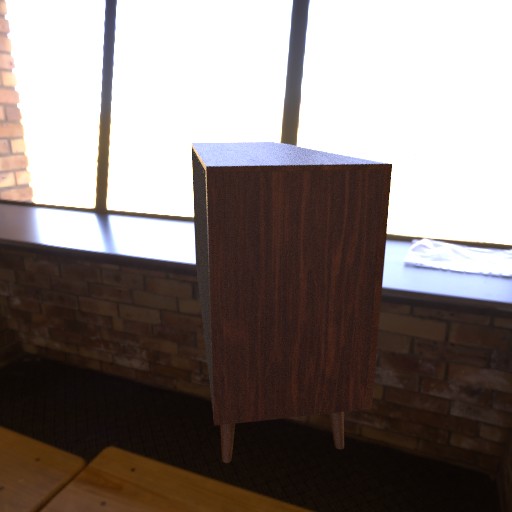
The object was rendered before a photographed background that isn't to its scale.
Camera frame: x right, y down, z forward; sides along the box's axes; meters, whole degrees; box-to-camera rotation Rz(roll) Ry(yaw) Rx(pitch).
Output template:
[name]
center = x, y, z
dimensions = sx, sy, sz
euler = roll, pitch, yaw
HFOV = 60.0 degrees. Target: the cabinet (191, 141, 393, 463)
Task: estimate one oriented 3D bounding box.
[cabinet]
center = 0.000, 0.000, 1.992
dimensions = 0.505, 0.940, 1.575
euler = -3, 17, -9
